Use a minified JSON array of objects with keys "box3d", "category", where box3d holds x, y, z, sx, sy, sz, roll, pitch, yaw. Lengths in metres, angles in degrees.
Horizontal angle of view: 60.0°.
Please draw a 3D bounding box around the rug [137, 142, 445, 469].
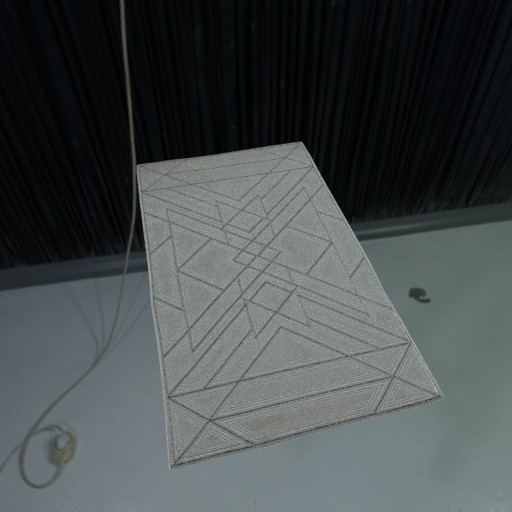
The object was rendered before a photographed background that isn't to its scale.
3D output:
[{"box3d":[0.000,0.000,1.061,0.511,0.008,0.869,-10,49,-9],"category":"rug"}]
